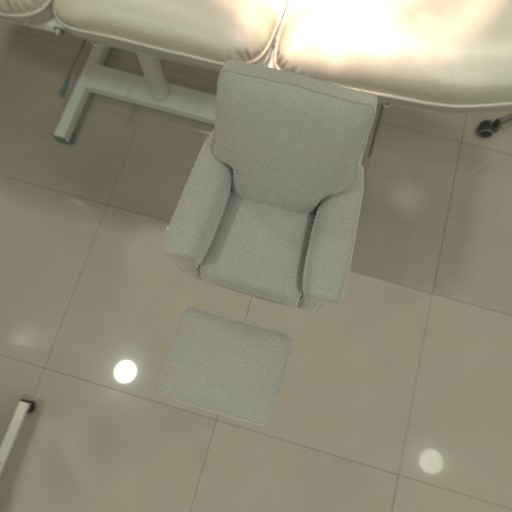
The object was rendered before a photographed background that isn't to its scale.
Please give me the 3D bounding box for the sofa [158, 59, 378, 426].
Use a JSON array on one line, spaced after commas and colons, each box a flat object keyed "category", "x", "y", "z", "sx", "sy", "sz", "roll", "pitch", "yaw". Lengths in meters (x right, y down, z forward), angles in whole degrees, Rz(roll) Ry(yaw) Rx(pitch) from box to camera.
[{"category": "sofa", "x": 0.000, "y": 0.000, "z": 2.084, "sx": 0.880, "sy": 0.959, "sz": 1.478, "roll": 15, "pitch": 77, "yaw": 4}]
